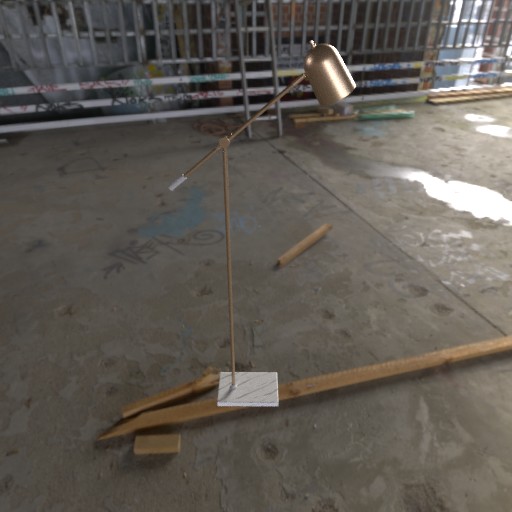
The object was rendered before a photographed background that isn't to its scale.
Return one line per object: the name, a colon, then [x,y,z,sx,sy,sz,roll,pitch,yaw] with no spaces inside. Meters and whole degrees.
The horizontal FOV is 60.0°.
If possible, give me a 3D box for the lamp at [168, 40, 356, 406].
lamp: [0.000,0.000,1.809,0.653,1.594,0.194,0,32,0]
